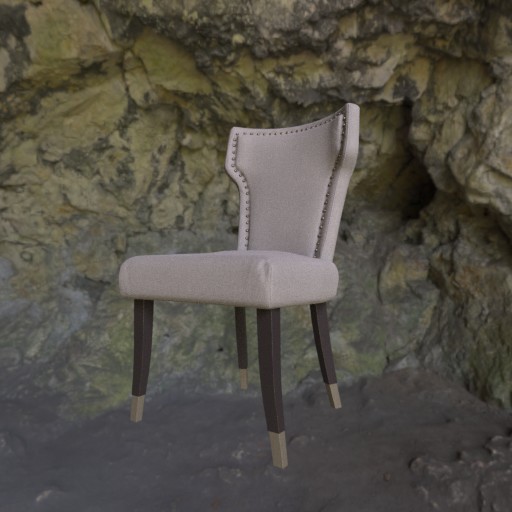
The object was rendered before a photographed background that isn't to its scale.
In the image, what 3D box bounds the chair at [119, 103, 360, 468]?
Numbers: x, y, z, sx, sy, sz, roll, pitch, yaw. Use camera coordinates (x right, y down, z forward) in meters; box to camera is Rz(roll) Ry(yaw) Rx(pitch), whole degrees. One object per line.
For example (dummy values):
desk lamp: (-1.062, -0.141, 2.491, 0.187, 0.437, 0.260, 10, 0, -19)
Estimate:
chair: (0.000, 0.000, 1.352, 0.526, 0.955, 0.630, 0, -1, 35)
